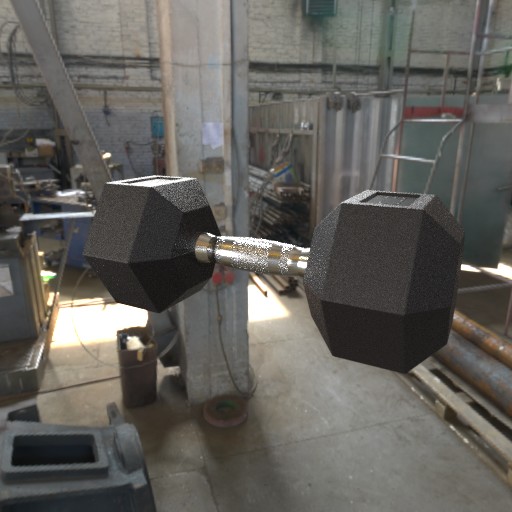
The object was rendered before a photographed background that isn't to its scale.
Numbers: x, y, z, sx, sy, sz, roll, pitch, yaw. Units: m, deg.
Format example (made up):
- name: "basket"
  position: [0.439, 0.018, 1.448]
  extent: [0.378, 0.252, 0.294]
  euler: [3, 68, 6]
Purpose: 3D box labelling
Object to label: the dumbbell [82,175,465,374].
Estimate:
- name: "dumbbell"
  position: [0.000, 0.000, 0.404]
  extent: [0.337, 0.123, 0.142]
  euler: [9, 19, 27]
